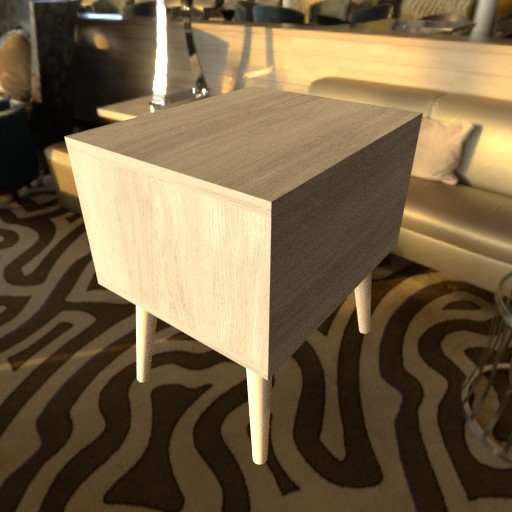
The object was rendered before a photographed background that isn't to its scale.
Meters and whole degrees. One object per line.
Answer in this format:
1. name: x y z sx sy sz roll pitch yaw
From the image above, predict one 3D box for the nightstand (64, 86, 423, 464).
1. nightstand: 0.000 0.000 0.839 0.380 0.500 0.450 22 38 31
